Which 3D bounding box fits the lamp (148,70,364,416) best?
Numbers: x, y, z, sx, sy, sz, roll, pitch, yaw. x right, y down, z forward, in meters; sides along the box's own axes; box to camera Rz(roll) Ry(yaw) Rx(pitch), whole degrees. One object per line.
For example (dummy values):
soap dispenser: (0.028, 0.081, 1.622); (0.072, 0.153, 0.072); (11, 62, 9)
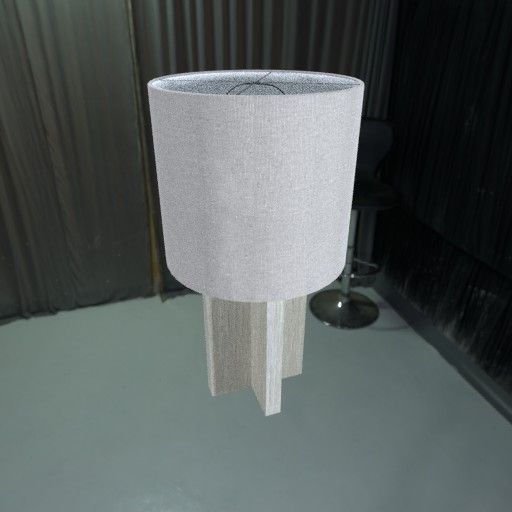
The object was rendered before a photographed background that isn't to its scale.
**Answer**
lamp: (0.000, 0.000, 0.577); (0.229, 0.428, 0.229); (-9, 29, -17)
